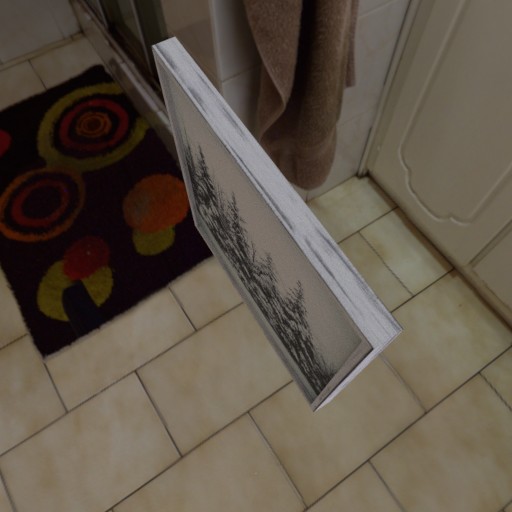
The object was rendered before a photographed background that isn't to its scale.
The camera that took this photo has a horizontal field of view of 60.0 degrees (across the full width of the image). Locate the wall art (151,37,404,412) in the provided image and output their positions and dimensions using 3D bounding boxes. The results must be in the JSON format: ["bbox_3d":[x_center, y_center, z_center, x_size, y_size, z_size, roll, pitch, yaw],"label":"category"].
[{"bbox_3d":[0.000,0.000,0.761,0.038,0.506,0.506,-29,67,-13],"label":"wall art"}]
